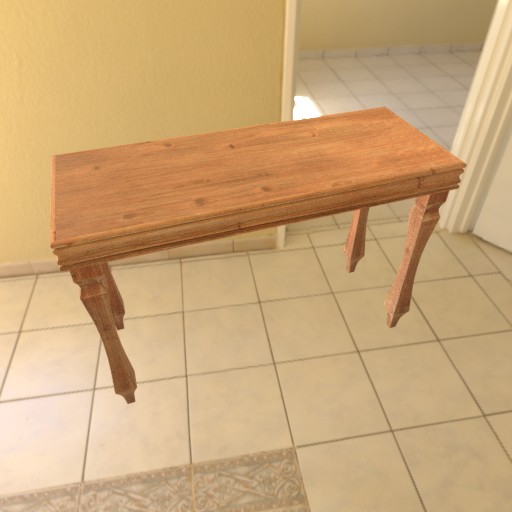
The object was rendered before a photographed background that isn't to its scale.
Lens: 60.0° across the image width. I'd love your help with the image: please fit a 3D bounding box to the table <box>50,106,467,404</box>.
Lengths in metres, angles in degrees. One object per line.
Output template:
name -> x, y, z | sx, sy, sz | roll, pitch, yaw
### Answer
table -> 0.000, 0.000, 1.804 | 1.330, 0.873, 0.522 | -13, 42, -14
